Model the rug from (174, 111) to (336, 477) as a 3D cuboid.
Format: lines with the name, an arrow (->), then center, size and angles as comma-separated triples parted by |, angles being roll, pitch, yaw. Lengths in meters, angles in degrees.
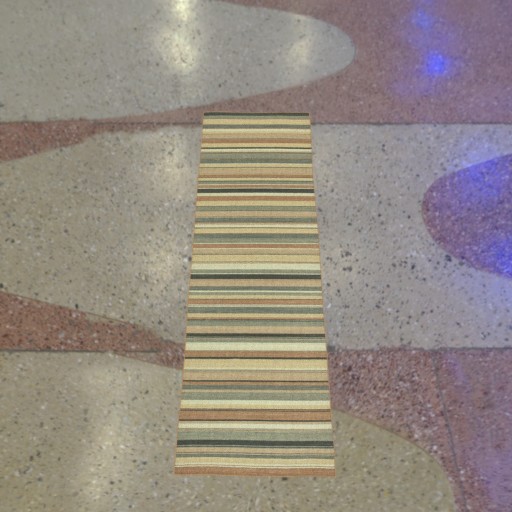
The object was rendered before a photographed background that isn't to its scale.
rug -> 0.000, 0.000, 2.741 | 0.799, 0.010, 2.444 | 0, 62, 0
